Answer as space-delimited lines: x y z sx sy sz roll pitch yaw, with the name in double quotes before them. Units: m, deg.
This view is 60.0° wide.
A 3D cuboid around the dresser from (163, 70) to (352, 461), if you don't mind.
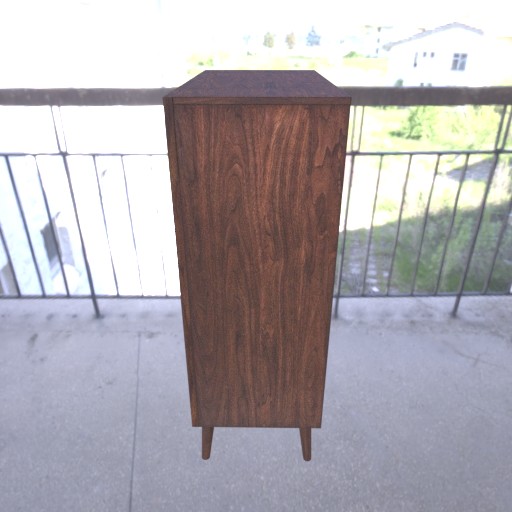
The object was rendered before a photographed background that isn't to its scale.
"dresser" 0.000 0.000 1.841 0.498 1.365 0.919 0 27 1
